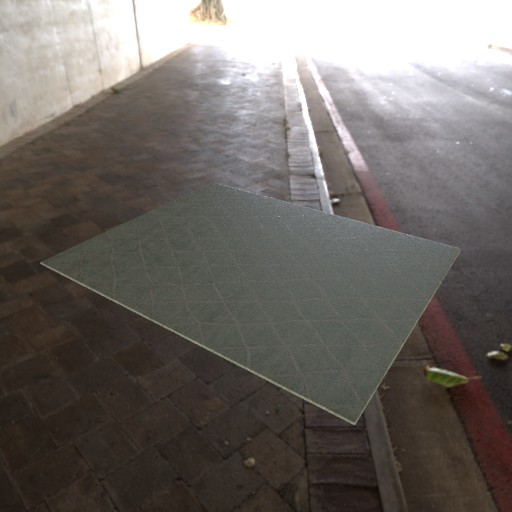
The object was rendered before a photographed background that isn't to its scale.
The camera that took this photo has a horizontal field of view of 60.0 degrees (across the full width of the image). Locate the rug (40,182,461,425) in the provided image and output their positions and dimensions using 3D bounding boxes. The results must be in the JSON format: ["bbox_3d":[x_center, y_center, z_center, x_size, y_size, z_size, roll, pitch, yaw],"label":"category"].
[{"bbox_3d":[0.000,0.000,4.083,3.039,0.019,2.420,19,36,30],"label":"rug"}]
